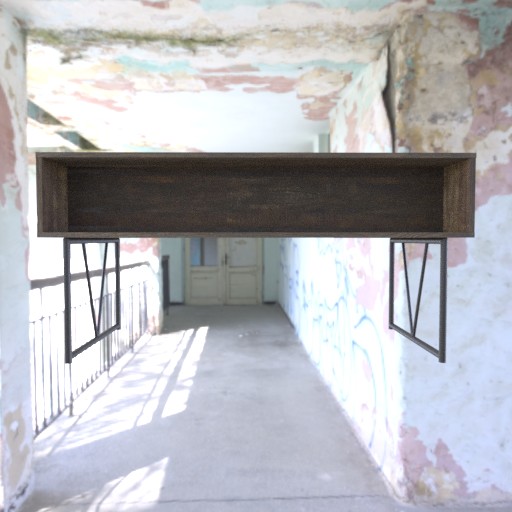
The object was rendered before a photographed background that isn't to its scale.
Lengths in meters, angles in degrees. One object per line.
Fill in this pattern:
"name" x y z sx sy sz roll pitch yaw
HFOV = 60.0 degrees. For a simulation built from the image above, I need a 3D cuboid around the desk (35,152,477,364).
"desk" 0.000 0.000 1.987 1.600 0.780 0.730 0 2 0
